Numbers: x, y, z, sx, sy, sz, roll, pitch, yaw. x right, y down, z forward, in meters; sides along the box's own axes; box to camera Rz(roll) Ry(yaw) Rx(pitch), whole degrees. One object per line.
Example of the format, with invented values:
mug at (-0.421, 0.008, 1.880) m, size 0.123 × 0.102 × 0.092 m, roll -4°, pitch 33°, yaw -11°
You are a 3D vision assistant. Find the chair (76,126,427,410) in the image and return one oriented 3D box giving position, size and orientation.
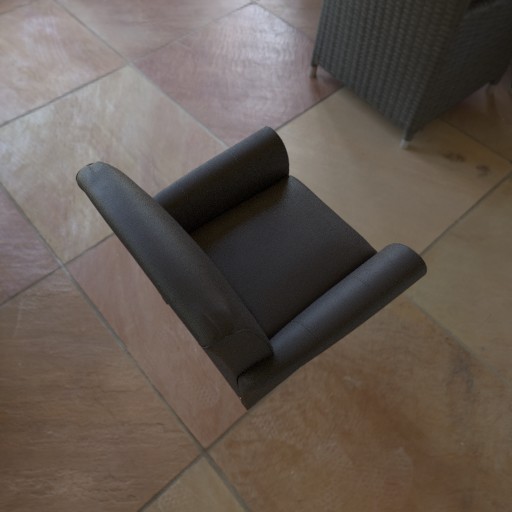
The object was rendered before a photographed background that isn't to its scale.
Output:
chair at (0.000, 0.000, 1.783) m, size 0.902 × 1.061 × 0.978 m, roll -34°, pitch 64°, yaw -19°
